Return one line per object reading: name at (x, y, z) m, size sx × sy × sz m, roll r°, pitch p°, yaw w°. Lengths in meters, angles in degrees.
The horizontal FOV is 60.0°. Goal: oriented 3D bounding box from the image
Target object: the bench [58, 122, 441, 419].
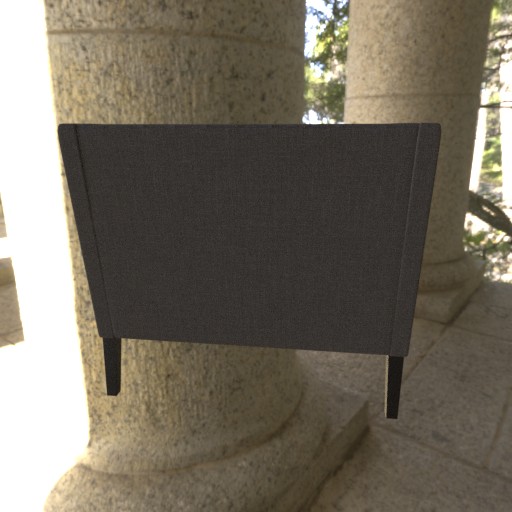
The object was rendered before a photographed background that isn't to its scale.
bench at (0.000, 0.000, 1.971) m, size 1.276 × 1.121 × 0.842 m, roll 2°, pitch 16°, yaw 7°
